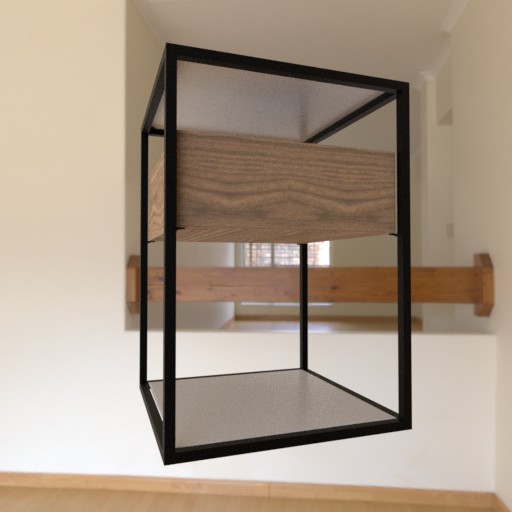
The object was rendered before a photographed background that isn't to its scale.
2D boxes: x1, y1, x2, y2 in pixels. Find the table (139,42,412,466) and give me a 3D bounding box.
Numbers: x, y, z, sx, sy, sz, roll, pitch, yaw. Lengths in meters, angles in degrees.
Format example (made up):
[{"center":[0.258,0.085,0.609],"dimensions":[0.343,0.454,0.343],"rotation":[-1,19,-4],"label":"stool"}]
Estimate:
[{"center":[0.000,0.000,0.805],"dimensions":[0.378,0.540,0.378],"rotation":[0,-1,-19],"label":"table"}]
